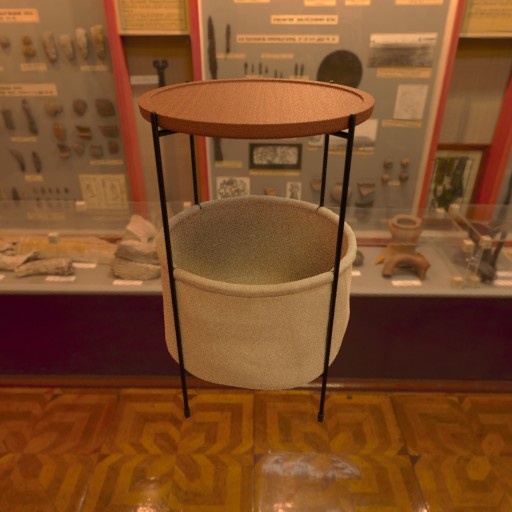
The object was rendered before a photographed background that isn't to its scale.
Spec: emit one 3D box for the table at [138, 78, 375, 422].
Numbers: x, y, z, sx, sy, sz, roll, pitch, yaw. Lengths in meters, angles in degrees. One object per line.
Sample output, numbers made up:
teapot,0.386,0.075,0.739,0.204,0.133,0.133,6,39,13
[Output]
table,0.000,0.000,0.894,0.393,0.623,0.393,1,30,2
